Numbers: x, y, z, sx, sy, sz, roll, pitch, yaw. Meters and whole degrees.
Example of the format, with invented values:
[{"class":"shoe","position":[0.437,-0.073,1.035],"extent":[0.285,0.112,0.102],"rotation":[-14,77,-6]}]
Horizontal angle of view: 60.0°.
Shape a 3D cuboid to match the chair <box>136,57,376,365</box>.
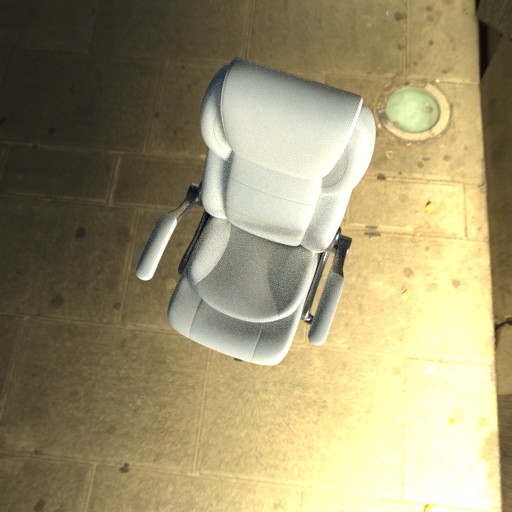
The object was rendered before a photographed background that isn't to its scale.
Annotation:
[{"class":"chair","position":[0.000,0.000,1.801],"extent":[0.755,1.330,0.806],"rotation":[20,75,5]}]
